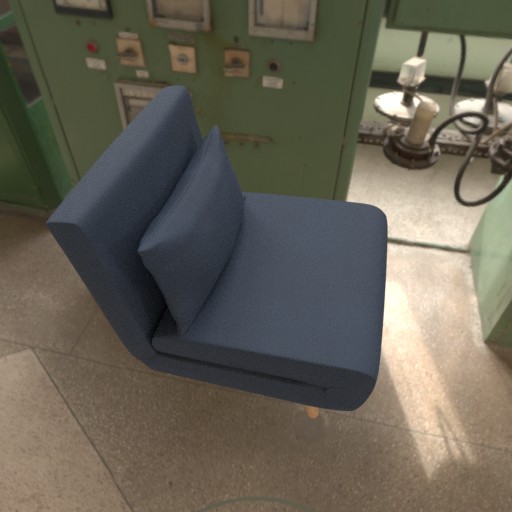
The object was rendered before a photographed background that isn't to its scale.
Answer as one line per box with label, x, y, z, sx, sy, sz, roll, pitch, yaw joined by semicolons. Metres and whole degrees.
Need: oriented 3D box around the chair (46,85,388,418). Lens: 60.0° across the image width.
chair;0.000;0.000;1.529;0.900;0.808;0.770;10;47;10
